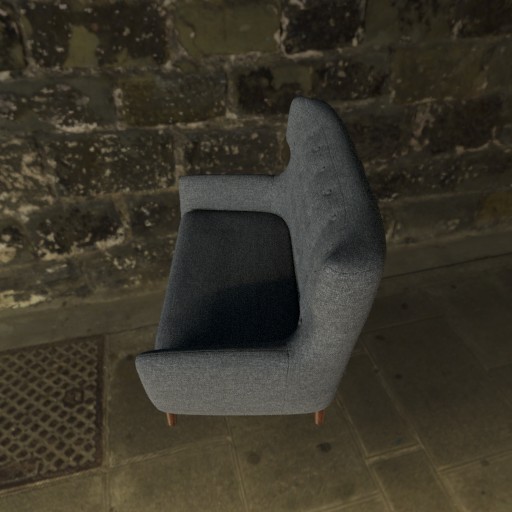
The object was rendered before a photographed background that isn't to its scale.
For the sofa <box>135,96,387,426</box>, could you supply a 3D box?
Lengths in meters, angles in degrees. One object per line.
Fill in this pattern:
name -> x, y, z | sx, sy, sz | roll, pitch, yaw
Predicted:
sofa -> 0.000, 0.000, 2.071 | 0.874, 1.028, 1.358 | 0, 40, 0
